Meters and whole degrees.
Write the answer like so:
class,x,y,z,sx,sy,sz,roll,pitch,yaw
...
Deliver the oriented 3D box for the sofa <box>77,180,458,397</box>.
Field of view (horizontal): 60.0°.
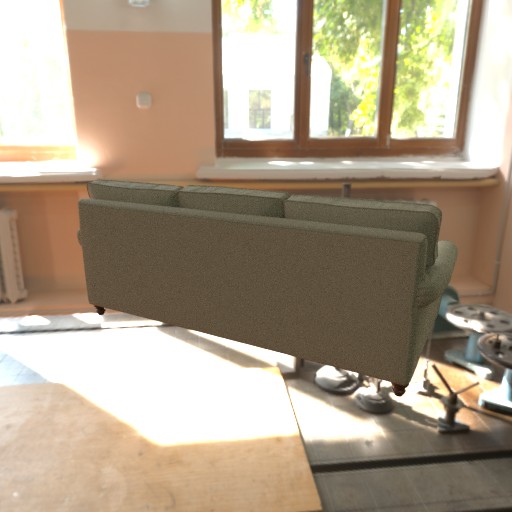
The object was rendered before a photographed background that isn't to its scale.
class,x,y,z,sx,sy,sz,roll,pitch,yaw
sofa,0.000,0.000,2.876,2.354,0.948,0.966,9,18,27
